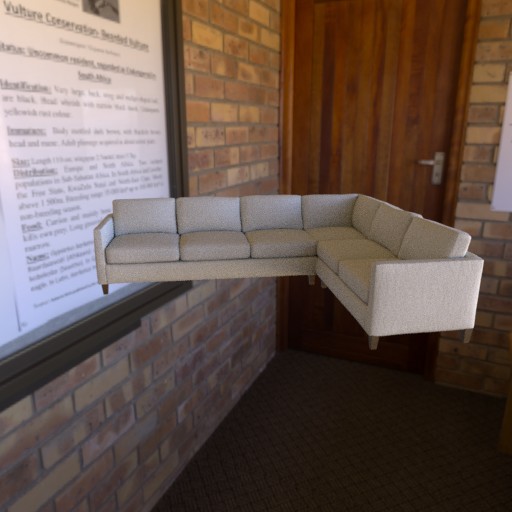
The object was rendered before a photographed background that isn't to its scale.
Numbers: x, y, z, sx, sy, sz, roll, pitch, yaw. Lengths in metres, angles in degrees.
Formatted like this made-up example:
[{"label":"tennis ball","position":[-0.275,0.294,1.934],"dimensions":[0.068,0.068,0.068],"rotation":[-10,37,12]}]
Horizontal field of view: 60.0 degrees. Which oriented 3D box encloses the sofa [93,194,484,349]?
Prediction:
[{"label":"sofa","position":[0.000,0.000,4.505],"dimensions":[3.333,0.934,2.522],"rotation":[-2,16,-8]}]
